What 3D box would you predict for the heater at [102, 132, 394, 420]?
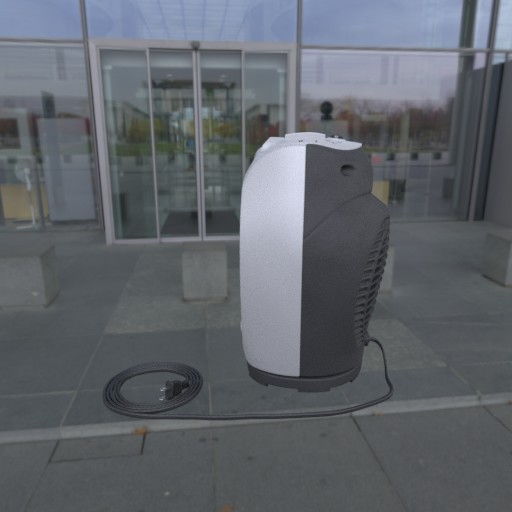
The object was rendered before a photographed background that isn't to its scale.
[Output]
[{"bbox_3d":[0.000,0.000,0.474,0.291,0.255,0.239,2,15,8],"label":"heater"}]
